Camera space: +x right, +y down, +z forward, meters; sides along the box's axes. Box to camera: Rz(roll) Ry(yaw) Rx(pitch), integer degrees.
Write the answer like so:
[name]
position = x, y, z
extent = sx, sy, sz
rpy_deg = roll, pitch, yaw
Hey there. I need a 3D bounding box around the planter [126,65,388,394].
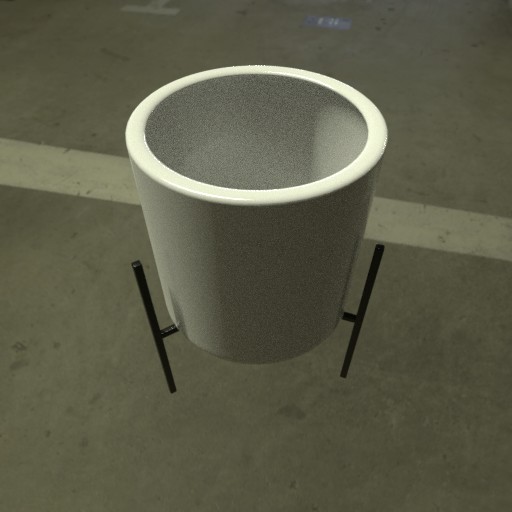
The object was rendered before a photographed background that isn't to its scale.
[planter]
position = 0.000, 0.000, 0.508
extent = 0.239, 0.356, 0.239
rpy_deg = -3, 46, -3
